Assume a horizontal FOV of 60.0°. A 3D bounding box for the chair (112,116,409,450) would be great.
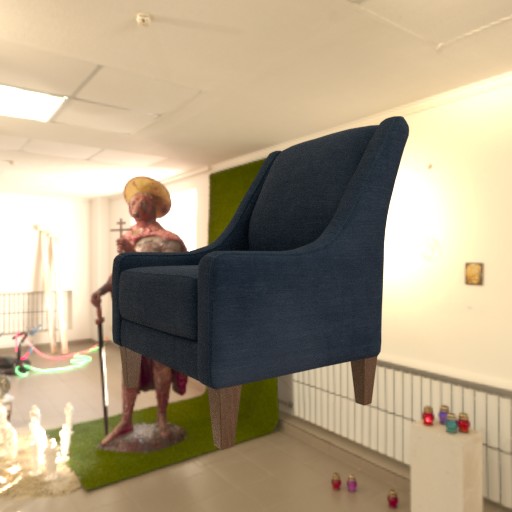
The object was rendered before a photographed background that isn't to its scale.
[{"bbox_3d":[0.000,0.000,1.663,0.870,1.014,0.774,0,0,-37],"label":"chair"}]
